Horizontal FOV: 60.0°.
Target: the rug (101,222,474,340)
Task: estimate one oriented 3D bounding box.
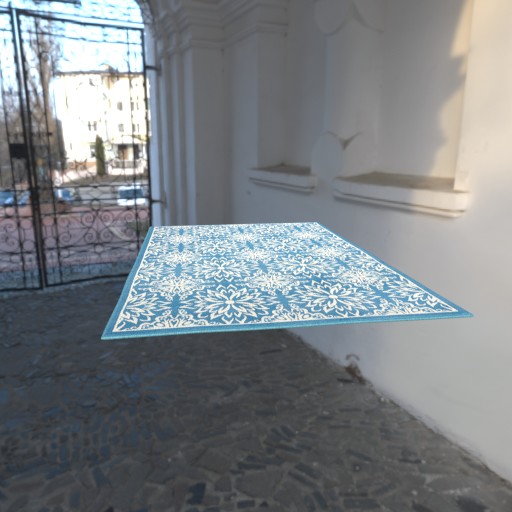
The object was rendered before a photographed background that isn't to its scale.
[{"bbox_3d":[0.000,0.000,3.452,1.830,0.018,2.769,-2,14,-8],"label":"rug"}]
